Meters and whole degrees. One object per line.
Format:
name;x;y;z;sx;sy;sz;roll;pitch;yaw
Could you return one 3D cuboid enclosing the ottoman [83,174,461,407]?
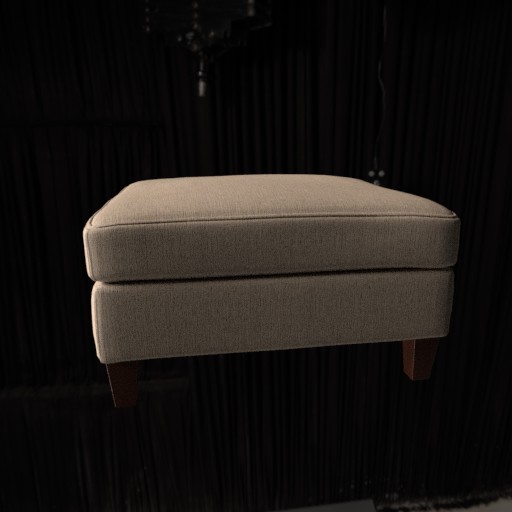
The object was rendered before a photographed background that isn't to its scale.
ottoman;0.000;0.000;1.360;0.838;0.481;0.838;-2;15;-9
